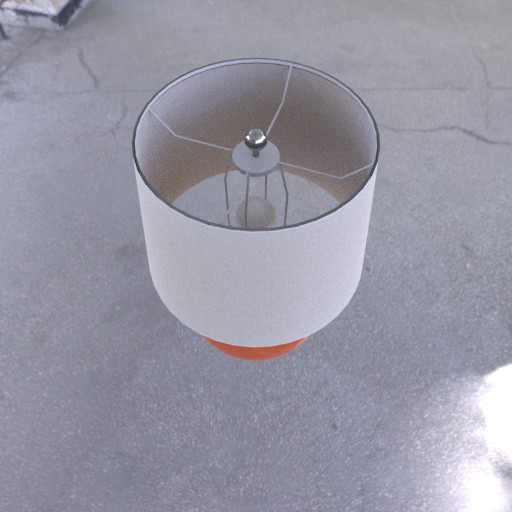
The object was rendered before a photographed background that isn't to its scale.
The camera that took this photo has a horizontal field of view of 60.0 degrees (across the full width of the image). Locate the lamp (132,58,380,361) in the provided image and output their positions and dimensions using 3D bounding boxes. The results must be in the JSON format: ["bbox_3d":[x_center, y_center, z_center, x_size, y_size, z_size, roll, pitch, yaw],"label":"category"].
[{"bbox_3d":[0.000,0.000,0.532,0.247,0.387,0.247,0,57,0],"label":"lamp"}]
